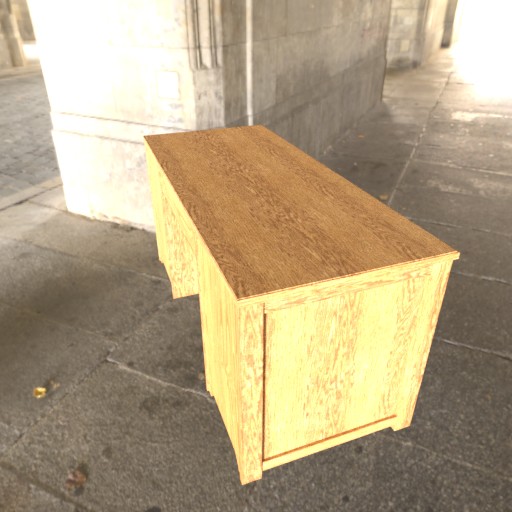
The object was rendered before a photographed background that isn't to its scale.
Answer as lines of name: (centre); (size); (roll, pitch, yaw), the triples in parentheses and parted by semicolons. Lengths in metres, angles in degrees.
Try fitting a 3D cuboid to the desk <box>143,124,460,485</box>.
desk: (0.000, 0.000, 1.992); (0.685, 0.751, 1.567); (-11, 32, -18)
